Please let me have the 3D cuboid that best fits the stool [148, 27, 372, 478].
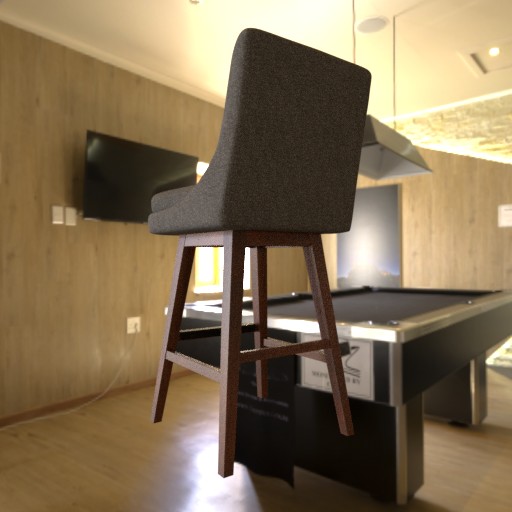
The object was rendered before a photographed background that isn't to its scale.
[{"bbox_3d":[0.000,0.000,1.355,0.489,1.068,0.572,0,0,-36],"label":"stool"}]
